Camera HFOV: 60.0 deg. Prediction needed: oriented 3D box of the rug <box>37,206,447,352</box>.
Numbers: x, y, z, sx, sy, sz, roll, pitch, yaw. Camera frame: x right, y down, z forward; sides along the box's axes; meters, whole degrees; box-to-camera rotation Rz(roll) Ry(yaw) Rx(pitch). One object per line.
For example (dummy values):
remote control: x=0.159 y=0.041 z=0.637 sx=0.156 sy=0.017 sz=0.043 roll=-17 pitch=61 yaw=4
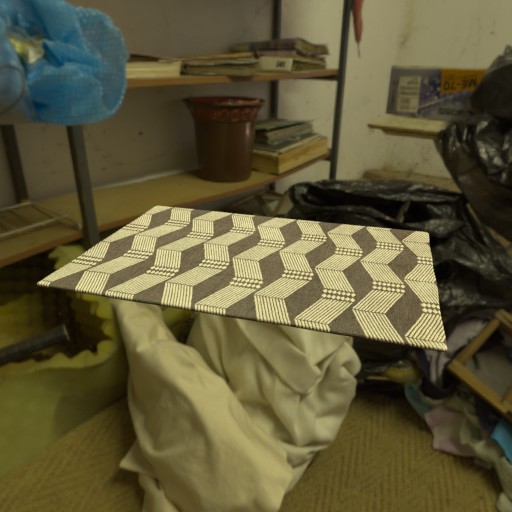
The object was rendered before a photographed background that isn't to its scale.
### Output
rug: x=0.000 y=0.000 z=2.402 sx=1.833 sy=0.016 sz=1.210 roll=7 pitch=26 yaw=15
